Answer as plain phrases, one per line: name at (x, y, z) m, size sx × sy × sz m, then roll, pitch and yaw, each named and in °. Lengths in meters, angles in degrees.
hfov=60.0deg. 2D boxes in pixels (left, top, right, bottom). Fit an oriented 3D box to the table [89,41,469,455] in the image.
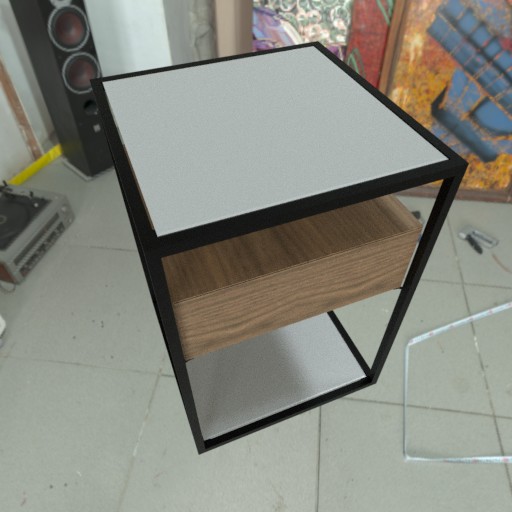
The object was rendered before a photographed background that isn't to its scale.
table at (0.000, 0.000, 0.780) m, size 0.378 × 0.540 × 0.378 m, roll -16°, pitch 49°, yaw -15°
